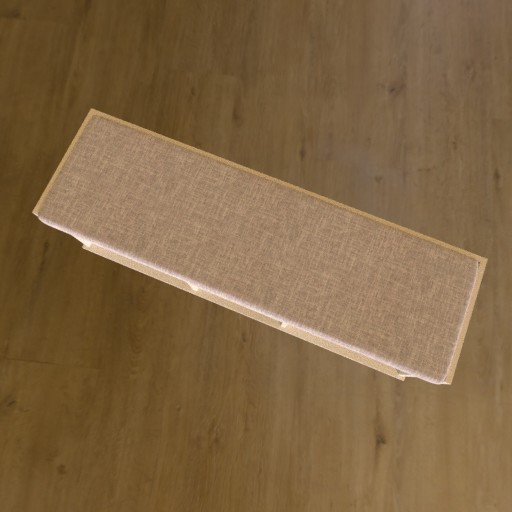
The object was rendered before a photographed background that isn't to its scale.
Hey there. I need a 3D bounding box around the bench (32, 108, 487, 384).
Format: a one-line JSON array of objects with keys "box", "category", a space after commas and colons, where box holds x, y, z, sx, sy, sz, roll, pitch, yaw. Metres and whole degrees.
[{"box": [0.000, 0.000, 1.404, 1.196, 0.453, 0.363, 22, 77, 5], "category": "bench"}]
